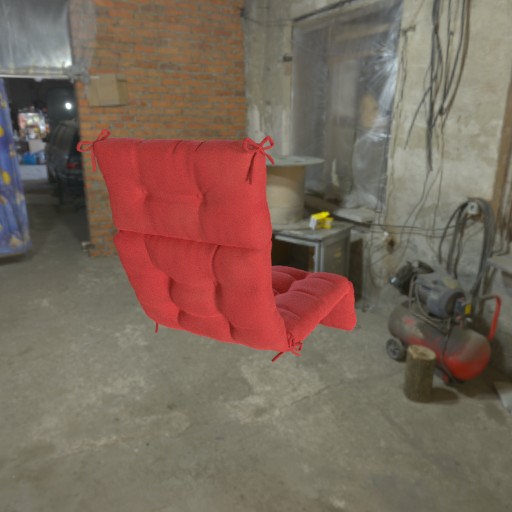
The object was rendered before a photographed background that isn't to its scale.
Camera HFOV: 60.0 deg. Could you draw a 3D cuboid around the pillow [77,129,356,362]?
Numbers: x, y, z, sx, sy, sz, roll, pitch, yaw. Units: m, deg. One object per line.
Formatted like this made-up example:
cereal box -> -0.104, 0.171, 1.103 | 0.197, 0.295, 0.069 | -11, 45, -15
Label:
pillow -> 0.000, 0.000, 1.549 | 0.526, 0.863, 1.016 | 9, 19, 27
